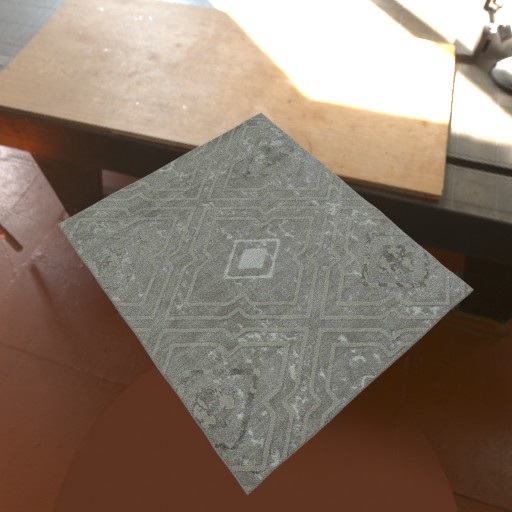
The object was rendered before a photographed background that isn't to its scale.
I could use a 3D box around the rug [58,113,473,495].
[{"bbox_3d":[0.000,0.000,0.881,0.548,0.006,0.639,-34,64,-19],"label":"rug"}]
